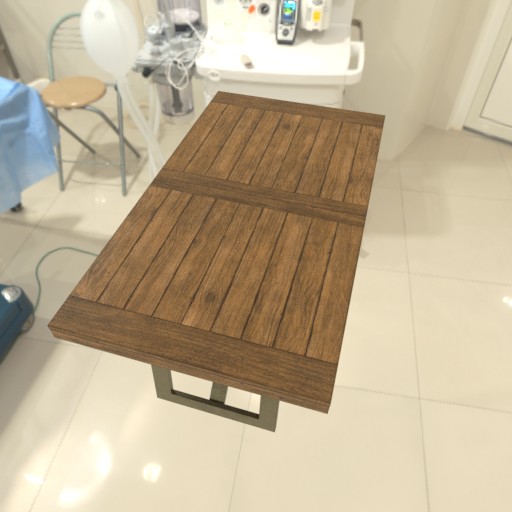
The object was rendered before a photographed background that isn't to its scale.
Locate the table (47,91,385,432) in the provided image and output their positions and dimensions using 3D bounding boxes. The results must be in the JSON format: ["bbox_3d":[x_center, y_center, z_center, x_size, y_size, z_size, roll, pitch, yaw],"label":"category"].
[{"bbox_3d":[0.000,0.000,2.164,0.931,0.757,1.641,12,49,11],"label":"table"}]
